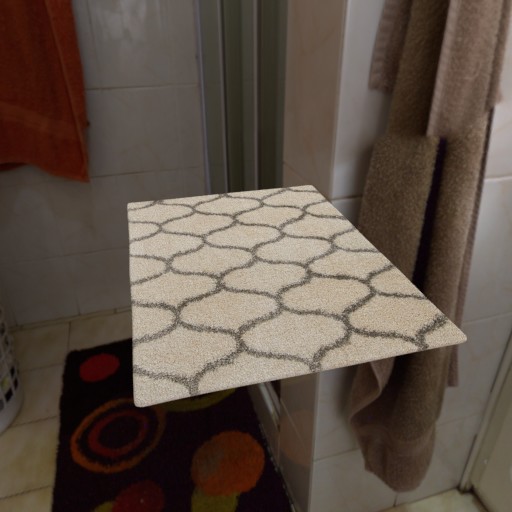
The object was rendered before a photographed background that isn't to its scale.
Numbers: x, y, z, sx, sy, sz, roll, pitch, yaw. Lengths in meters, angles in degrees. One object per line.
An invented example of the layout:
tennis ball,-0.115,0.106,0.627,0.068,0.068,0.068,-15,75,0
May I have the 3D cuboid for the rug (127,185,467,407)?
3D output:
rug,0.000,0.000,2.167,1.200,0.025,1.600,-8,31,-13
